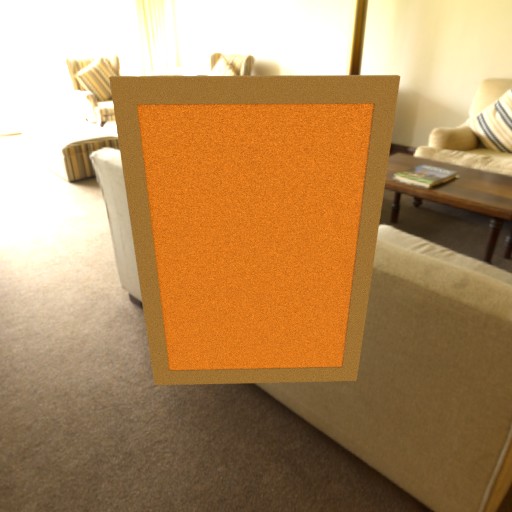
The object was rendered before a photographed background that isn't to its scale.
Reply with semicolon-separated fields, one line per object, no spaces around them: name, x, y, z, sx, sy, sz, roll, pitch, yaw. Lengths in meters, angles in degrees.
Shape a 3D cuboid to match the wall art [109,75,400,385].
wall art;0.000;0.000;0.698;0.374;0.529;0.012;-1;28;-2
